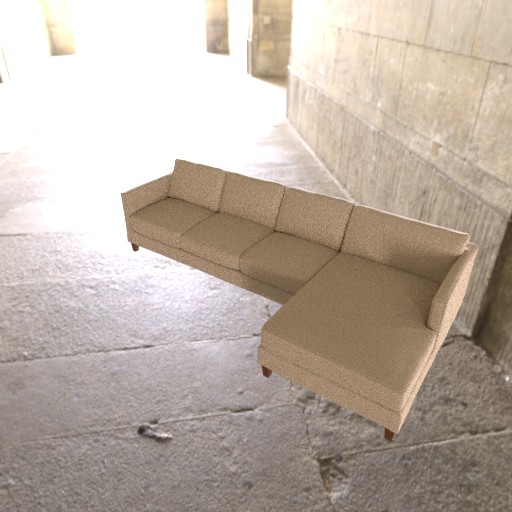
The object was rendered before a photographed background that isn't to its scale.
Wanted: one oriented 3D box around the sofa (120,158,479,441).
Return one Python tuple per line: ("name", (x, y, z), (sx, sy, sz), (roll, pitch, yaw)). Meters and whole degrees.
("sofa", (0.000, 0.000, 3.834), (3.186, 0.861, 1.625), (20, 36, 30))
